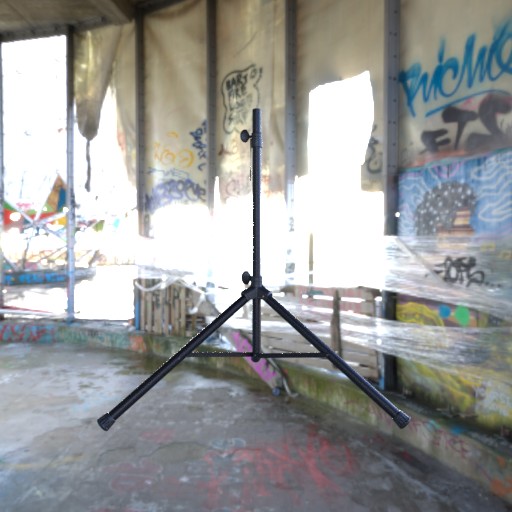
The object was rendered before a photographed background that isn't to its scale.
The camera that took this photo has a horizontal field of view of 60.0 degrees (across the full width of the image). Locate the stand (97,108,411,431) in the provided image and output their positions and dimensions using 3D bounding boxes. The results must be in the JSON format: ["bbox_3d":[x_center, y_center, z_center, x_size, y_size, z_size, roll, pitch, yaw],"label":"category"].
[{"bbox_3d":[0.000,0.000,1.875,1.045,1.136,0.907,0,2,1],"label":"stand"}]
